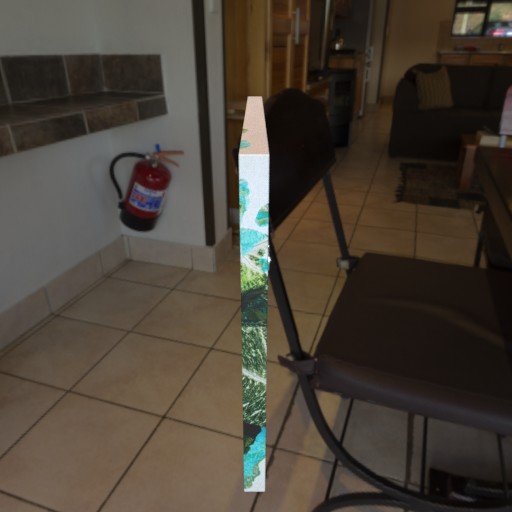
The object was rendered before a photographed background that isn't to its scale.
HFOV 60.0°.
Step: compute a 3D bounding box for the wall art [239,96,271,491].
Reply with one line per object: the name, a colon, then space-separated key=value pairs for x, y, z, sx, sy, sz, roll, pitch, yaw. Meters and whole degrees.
wall art: x=0.000 y=0.000 z=0.995 sx=0.043 sy=0.610 sz=0.711 roll=0 pitch=25 yaw=0
